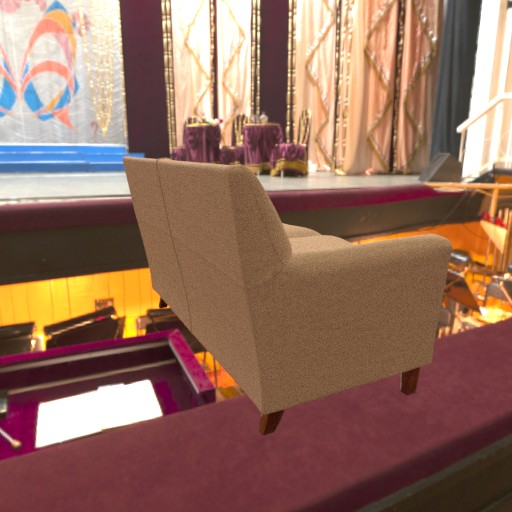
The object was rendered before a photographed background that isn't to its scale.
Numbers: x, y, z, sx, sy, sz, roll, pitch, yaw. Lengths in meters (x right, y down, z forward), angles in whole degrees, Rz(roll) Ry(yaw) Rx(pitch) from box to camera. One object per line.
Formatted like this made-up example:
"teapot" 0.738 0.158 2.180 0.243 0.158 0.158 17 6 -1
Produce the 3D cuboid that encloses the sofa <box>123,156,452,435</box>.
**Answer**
"sofa" 0.000 0.000 2.045 0.891 0.892 1.482 -7 15 -26
